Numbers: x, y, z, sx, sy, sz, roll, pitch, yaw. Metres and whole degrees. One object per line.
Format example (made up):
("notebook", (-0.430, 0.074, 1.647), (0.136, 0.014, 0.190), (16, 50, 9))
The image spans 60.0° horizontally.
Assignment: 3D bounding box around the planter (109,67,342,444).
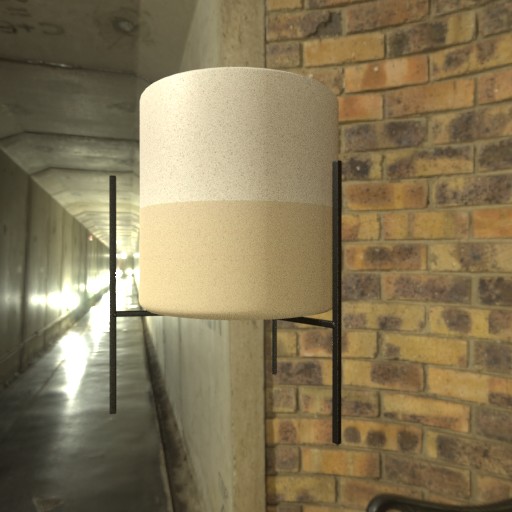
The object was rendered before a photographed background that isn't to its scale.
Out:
("planter", (0.000, 0.000, 0.540), (0.267, 0.362, 0.263), (0, 0, 37))
